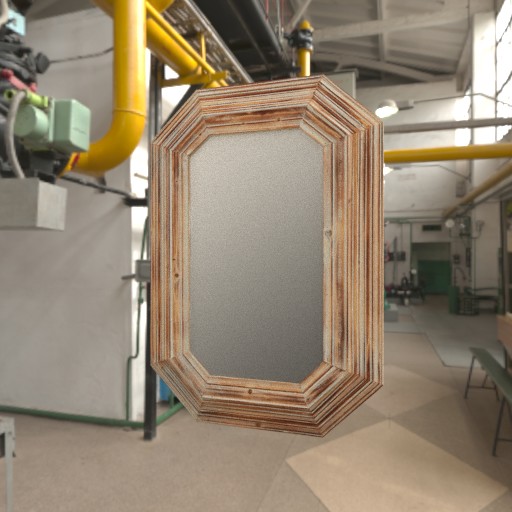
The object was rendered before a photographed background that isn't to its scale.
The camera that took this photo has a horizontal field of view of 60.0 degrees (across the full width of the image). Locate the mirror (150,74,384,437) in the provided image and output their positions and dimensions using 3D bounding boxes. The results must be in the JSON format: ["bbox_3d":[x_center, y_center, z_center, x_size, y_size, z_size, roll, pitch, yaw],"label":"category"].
[{"bbox_3d":[0.000,0.000,1.285,0.709,1.015,0.061,0,0,18],"label":"mirror"}]
